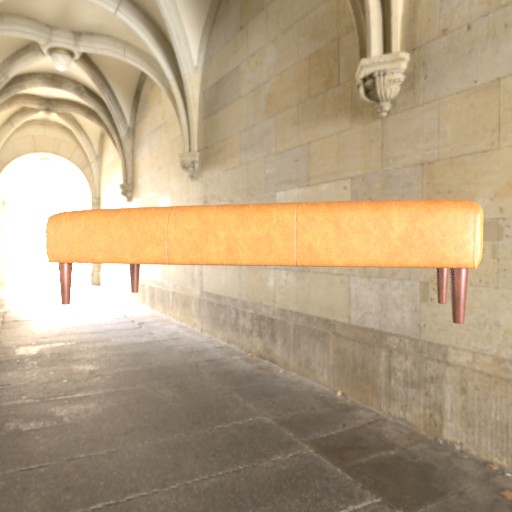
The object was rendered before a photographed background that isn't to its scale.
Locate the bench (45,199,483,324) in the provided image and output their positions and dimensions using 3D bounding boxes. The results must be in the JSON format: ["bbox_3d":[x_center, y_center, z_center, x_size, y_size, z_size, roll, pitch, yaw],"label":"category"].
[{"bbox_3d":[0.000,0.000,1.841,1.610,0.399,0.653,0,1,17],"label":"bench"}]
